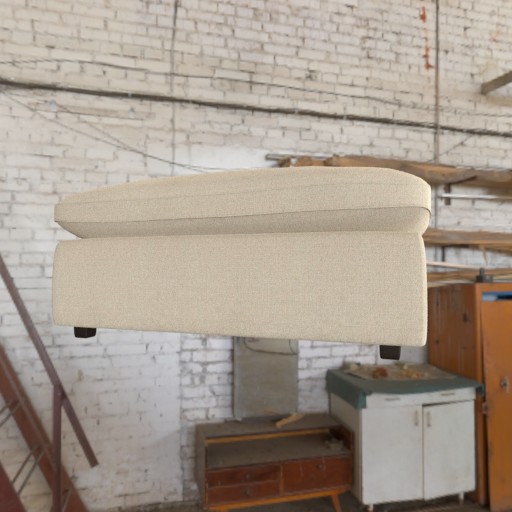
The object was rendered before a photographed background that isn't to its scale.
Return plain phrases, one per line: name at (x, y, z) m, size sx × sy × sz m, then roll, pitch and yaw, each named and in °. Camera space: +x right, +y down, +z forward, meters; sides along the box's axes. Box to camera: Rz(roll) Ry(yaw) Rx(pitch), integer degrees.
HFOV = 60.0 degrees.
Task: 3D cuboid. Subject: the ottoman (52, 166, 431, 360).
ottoman at (0.000, 0.000, 1.348) m, size 0.984 × 0.453 × 0.686 m, roll 0°, pitch -1°, yaw 20°
